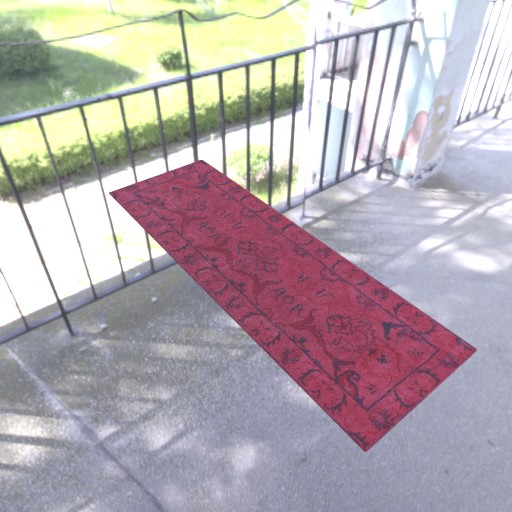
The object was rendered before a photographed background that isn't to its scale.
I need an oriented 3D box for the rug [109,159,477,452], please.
[{"bbox_3d":[0.000,0.000,2.686,0.813,0.018,2.439,-27,47,-28],"label":"rug"}]
